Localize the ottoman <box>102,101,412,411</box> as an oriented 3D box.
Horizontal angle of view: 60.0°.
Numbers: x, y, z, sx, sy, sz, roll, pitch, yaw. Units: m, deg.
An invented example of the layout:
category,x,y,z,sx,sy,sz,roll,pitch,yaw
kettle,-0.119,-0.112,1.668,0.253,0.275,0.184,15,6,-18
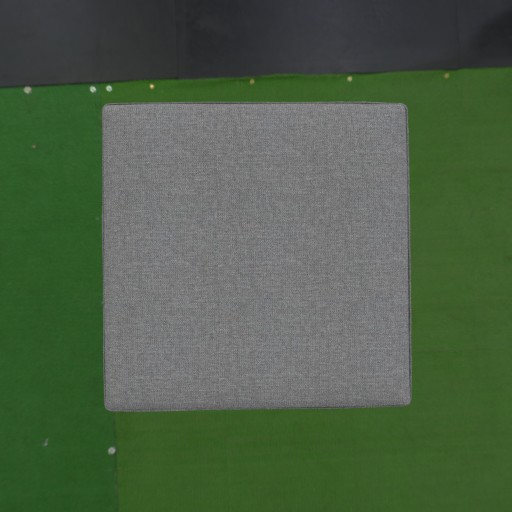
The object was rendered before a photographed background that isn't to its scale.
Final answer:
category,x,y,z,sx,sy,sz,roll,pitch,yaw
ottoman,0.000,0.000,1.611,1.023,0.423,1.017,0,90,-1
